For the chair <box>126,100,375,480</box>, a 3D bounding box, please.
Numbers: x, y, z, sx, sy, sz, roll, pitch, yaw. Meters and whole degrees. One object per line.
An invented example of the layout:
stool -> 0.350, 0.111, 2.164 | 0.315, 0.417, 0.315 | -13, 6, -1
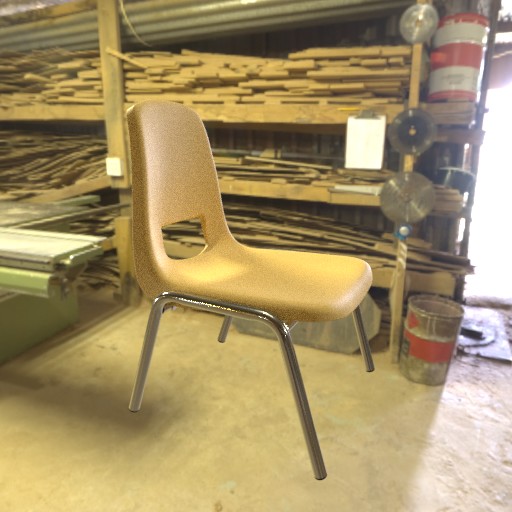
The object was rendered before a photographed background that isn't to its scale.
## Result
chair -> 0.000, 0.000, 0.789 | 0.385, 0.536, 0.354 | 7, 16, 25
